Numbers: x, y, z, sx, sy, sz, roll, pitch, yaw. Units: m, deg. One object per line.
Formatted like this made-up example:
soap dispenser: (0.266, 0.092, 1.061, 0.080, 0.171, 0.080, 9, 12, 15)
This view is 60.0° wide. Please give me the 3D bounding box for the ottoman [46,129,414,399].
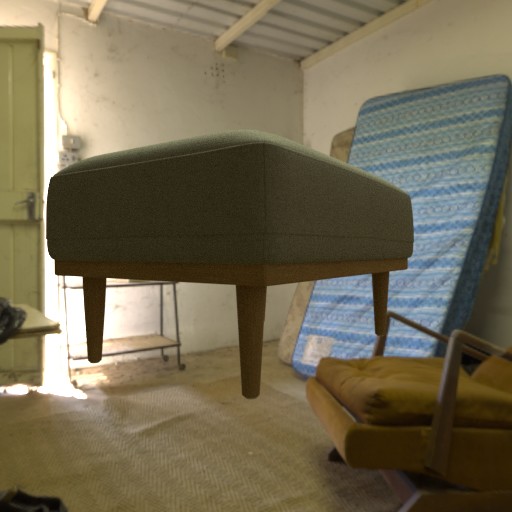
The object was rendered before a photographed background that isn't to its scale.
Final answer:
ottoman: (0.000, 0.000, 1.038, 0.549, 0.428, 0.749, 0, 1, 34)
